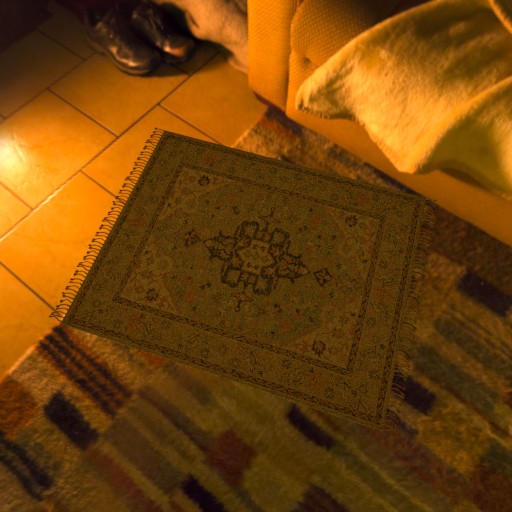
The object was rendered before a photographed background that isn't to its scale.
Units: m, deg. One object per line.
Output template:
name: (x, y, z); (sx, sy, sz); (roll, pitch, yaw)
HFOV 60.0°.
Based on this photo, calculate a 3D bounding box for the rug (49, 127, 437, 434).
rug: (0.000, 0.000, 3.558); (2.651, 0.010, 1.971); (16, 65, 8)
